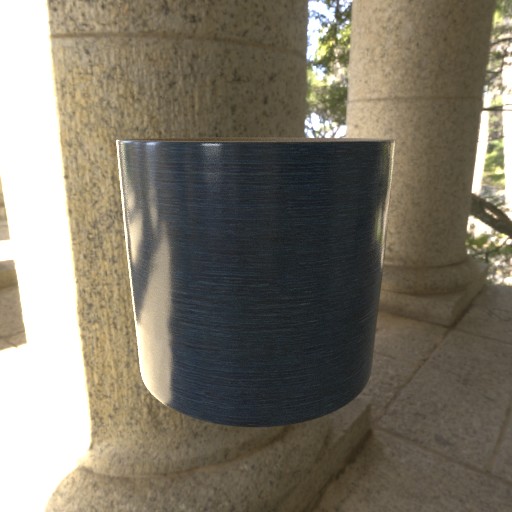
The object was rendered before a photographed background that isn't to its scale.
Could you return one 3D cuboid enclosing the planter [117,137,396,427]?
[{"bbox_3d":[0.000,0.000,0.394,0.221,0.201,0.221,0,16,0],"label":"planter"}]
